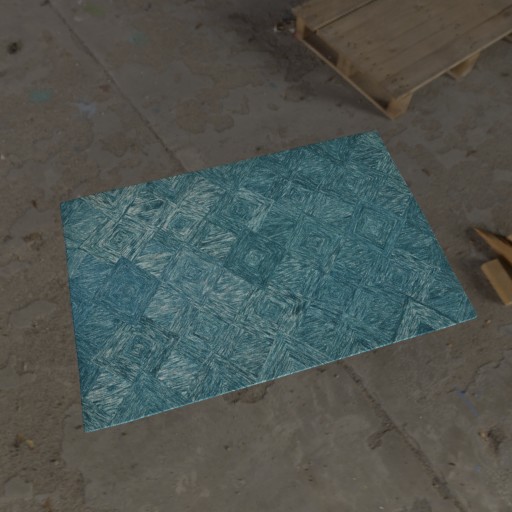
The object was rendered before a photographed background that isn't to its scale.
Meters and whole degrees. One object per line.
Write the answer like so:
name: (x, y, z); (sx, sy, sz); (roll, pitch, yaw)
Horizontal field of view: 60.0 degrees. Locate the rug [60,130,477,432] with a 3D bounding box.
rug: (0.000, 0.000, 2.092); (1.728, 0.017, 1.136); (-15, 64, -7)
